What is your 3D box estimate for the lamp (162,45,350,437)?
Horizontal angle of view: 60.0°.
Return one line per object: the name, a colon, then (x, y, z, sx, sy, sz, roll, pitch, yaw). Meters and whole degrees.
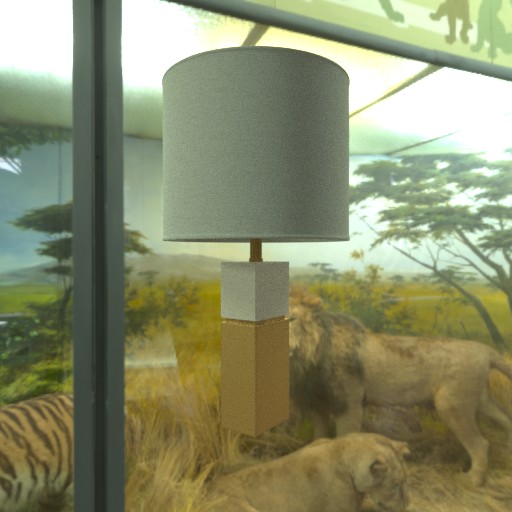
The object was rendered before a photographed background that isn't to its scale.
lamp: (0.000, 0.000, 0.553, 0.229, 0.417, 0.229, 0, 1, 36)
